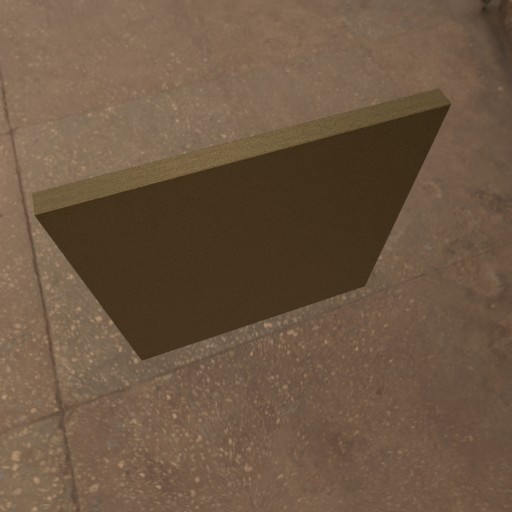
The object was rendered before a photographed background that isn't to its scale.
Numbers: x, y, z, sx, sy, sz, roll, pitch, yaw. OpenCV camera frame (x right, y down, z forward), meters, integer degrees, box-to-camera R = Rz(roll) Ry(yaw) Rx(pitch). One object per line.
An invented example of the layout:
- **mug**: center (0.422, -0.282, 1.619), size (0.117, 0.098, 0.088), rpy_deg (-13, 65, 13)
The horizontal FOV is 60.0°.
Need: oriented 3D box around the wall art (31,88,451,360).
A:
- **wall art**: center (0.000, 0.000, 0.730), size (0.503, 0.506, 0.031), rpy_deg (-17, 61, -10)
